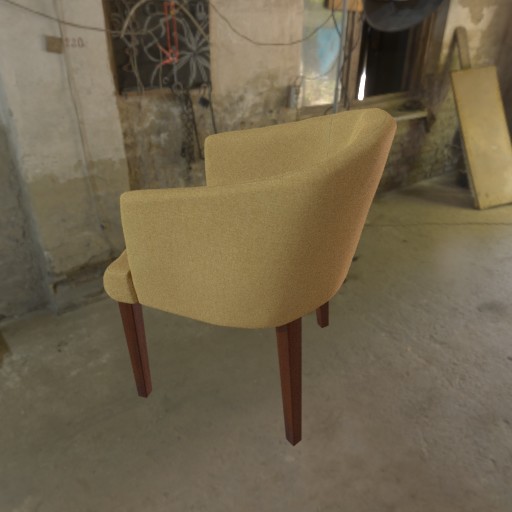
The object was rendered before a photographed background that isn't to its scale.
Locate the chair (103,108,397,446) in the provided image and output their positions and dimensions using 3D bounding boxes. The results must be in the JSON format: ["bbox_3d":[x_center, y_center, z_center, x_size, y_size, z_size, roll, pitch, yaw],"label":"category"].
[{"bbox_3d":[0.000,0.000,1.261,0.655,0.811,0.583,9,31,15],"label":"chair"}]
